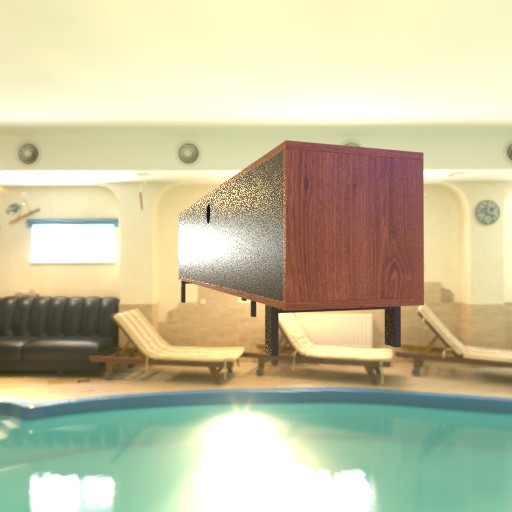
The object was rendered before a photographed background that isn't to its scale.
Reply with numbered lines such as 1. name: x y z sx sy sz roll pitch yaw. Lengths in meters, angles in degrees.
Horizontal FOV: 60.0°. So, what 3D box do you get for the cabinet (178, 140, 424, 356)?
1. cabinet: 0.000 0.000 1.830 0.400 0.500 1.650 0 -1 -18
